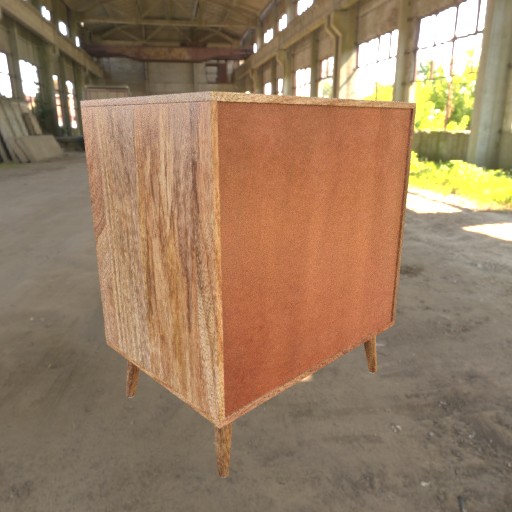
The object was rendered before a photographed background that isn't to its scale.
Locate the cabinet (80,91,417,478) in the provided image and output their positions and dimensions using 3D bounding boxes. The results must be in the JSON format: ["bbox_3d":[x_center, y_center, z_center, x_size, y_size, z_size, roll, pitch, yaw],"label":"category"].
[{"bbox_3d":[0.000,0.000,1.153,0.647,0.758,0.473,-16,23,-42],"label":"cabinet"}]
